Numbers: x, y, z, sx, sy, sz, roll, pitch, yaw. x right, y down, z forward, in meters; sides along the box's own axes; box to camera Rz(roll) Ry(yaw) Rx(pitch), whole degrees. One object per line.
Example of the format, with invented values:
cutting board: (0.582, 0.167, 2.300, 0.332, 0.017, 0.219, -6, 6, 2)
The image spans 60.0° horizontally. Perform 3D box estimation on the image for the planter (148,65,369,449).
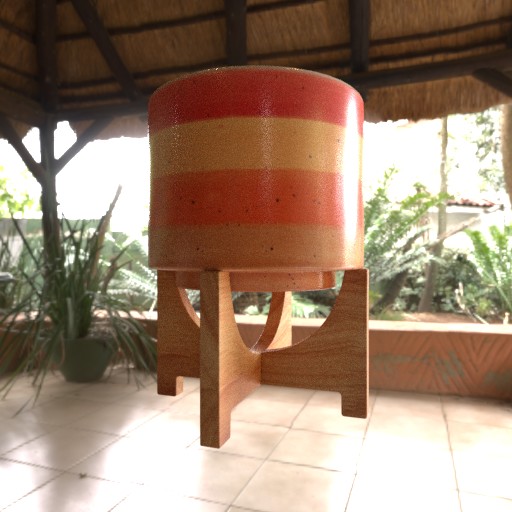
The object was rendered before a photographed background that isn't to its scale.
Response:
planter: (0.000, 0.000, 0.403, 0.199, 0.268, 0.199, 0, 0, 0)
